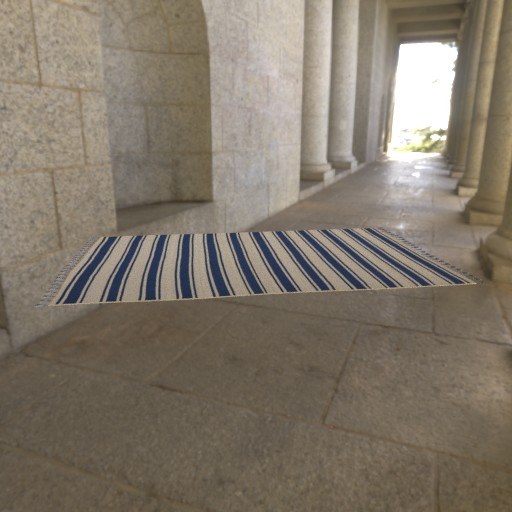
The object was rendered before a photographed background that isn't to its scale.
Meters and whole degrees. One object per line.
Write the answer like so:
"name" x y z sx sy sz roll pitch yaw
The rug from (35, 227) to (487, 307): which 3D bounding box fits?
"rug" 0.000 0.000 2.598 2.108 0.009 1.248 -2 16 -8
